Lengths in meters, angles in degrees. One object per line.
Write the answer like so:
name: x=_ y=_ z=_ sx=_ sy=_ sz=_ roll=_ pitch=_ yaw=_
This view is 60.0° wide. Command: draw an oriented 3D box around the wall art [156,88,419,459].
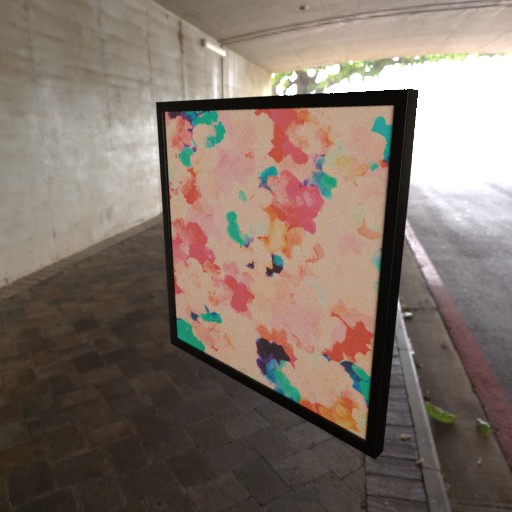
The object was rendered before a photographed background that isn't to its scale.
wall art: x=0.000 y=0.000 z=1.117 sx=0.756 sy=0.755 sz=0.036 roll=16 pitch=23 yaw=42
